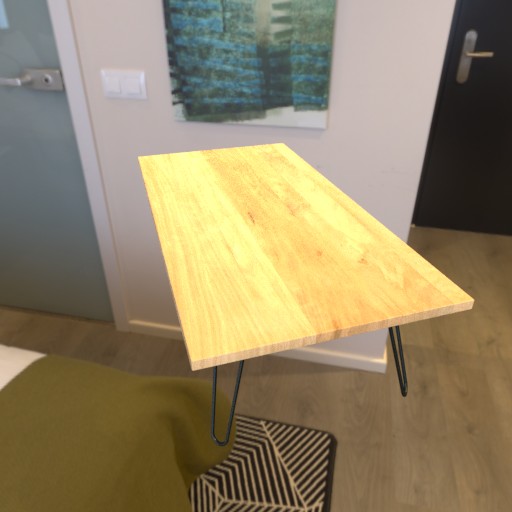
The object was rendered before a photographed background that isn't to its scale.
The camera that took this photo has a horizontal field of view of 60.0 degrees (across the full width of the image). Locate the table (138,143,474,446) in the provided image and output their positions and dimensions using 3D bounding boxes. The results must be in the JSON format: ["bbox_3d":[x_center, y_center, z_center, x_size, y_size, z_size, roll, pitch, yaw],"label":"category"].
[{"bbox_3d":[0.000,0.000,1.647,0.699,0.400,1.348,-9,32,-15],"label":"table"}]
